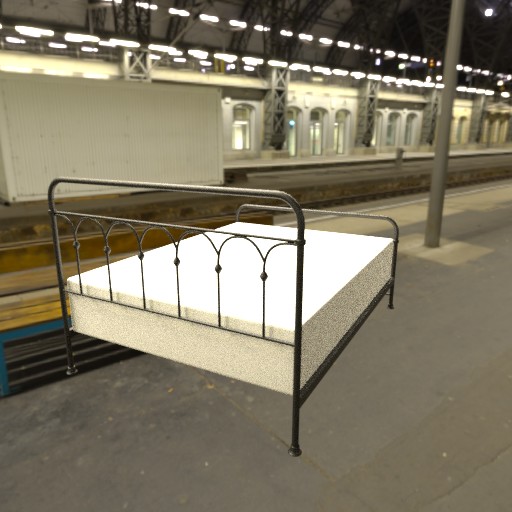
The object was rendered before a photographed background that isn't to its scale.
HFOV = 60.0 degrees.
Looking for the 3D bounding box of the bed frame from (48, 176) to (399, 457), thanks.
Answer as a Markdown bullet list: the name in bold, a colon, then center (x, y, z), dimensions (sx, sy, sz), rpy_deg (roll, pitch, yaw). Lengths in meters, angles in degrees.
- **bed frame**: center (0.000, 0.000, 3.285), dimensions (1.664, 1.276, 2.203), rpy_deg (8, 17, 27)
